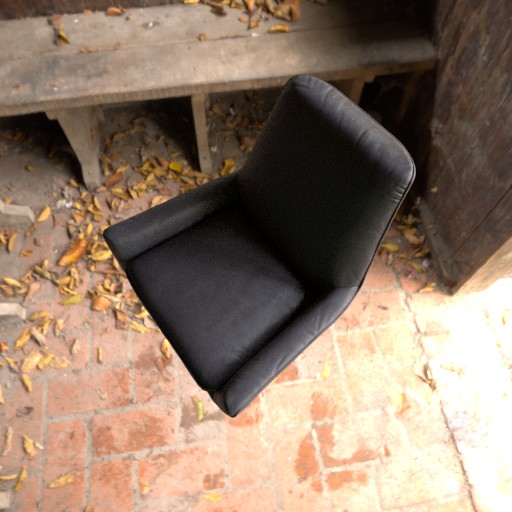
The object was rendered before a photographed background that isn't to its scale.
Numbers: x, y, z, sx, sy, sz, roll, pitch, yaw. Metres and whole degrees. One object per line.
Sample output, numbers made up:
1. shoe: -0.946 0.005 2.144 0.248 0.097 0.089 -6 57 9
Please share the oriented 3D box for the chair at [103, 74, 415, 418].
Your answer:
1. chair: 0.000 0.000 1.558 0.822 0.888 0.787 -34 67 -16
